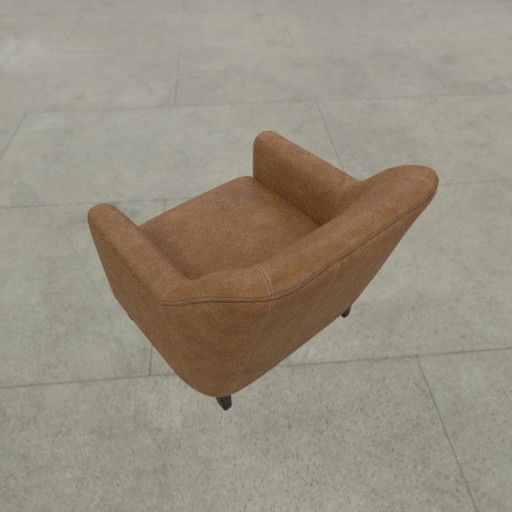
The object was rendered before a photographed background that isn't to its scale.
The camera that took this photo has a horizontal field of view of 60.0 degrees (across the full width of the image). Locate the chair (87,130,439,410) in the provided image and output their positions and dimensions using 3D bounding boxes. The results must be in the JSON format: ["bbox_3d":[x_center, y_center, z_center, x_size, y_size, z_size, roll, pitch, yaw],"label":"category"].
[{"bbox_3d":[0.000,0.000,1.885,1.037,0.980,1.034,-31,53,-27],"label":"chair"}]
